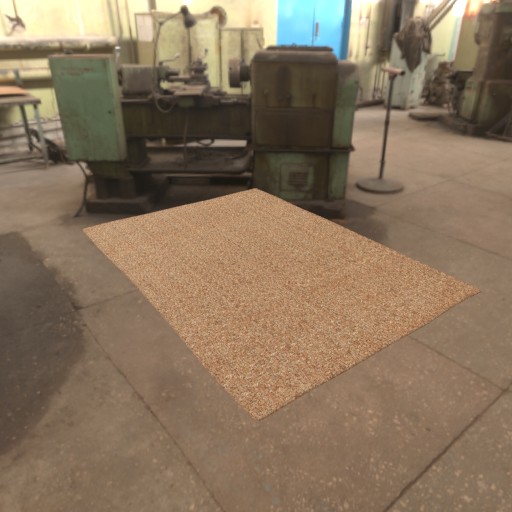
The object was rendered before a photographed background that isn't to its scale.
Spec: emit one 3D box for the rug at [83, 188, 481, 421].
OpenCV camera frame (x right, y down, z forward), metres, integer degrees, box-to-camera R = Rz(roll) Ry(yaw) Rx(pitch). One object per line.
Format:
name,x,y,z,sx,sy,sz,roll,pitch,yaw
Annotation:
rug,0.000,0.000,2.786,1.566,0.013,2.141,-19,33,-32
